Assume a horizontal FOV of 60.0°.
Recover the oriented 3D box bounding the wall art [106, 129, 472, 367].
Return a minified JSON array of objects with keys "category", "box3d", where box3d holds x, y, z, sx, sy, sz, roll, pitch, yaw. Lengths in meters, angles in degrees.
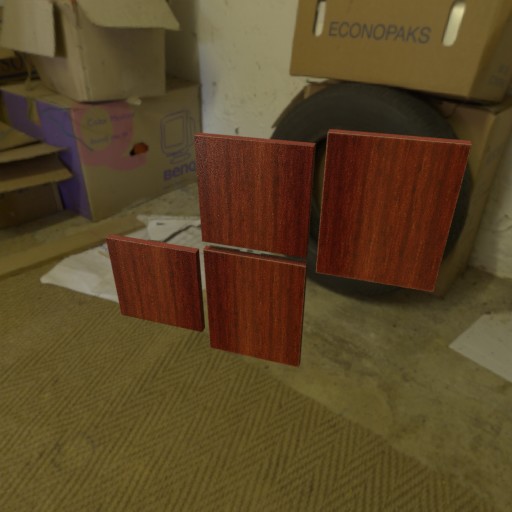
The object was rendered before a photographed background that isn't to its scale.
[{"category":"wall art","box3d":[0.000,0.000,0.836,0.635,0.497,0.030,9,33,15]}]
